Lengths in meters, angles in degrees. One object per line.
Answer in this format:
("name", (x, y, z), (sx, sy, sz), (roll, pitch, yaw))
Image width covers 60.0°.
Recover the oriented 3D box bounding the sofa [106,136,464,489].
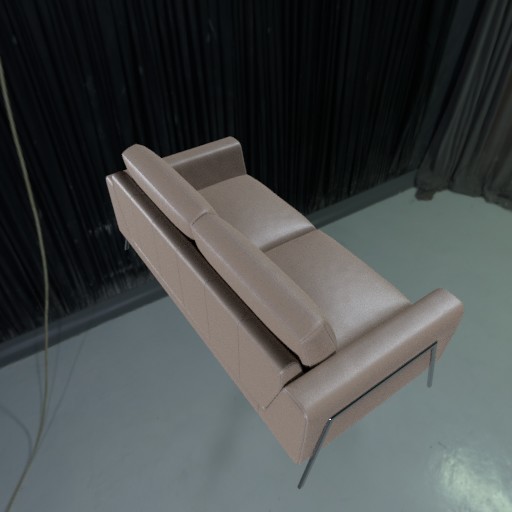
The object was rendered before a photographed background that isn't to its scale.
("sofa", (0.000, 0.000, 2.524), (0.953, 0.875, 2.017), (-25, 48, -25))
